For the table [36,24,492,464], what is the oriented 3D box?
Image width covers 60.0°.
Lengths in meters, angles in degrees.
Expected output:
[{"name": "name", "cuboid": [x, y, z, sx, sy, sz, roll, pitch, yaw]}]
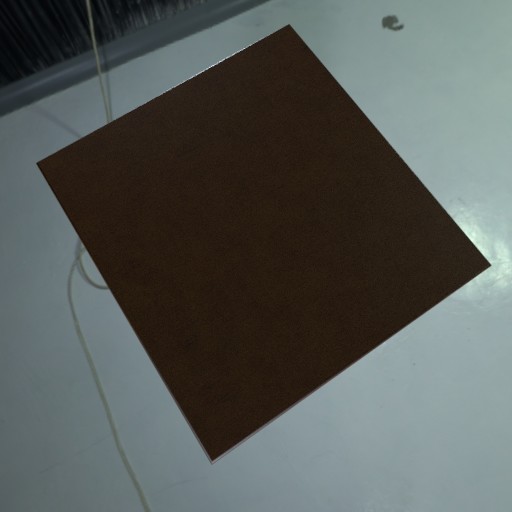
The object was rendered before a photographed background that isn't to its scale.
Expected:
[{"name": "table", "cuboid": [0.000, 0.000, 1.041, 0.560, 0.562, 0.602, -33, 77, -9]}]
